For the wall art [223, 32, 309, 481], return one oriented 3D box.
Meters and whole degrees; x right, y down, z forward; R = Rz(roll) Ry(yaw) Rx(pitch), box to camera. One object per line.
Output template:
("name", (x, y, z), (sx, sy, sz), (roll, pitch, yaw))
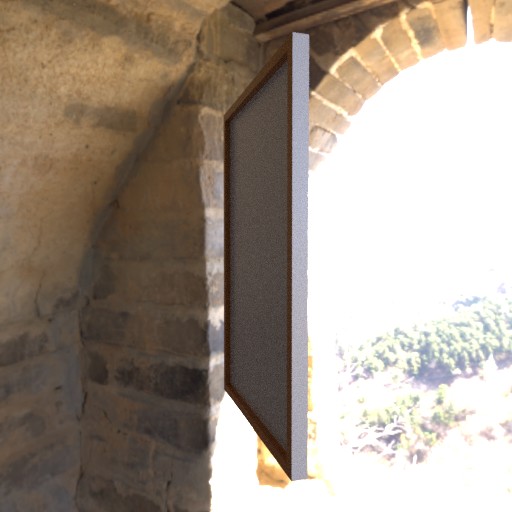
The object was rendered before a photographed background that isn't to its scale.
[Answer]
("wall art", (0.000, 0.000, 0.795), (0.025, 0.608, 0.405), (0, 2, -17))
